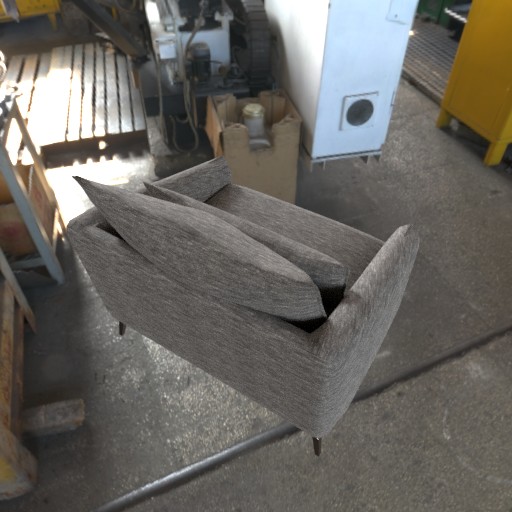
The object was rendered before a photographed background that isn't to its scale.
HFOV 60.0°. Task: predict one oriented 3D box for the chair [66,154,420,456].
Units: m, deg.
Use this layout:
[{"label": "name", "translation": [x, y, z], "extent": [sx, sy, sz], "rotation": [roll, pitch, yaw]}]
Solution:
[{"label": "chair", "translation": [0.000, 0.000, 1.604], "extent": [1.004, 0.842, 0.805], "rotation": [24, 50, 22]}]
